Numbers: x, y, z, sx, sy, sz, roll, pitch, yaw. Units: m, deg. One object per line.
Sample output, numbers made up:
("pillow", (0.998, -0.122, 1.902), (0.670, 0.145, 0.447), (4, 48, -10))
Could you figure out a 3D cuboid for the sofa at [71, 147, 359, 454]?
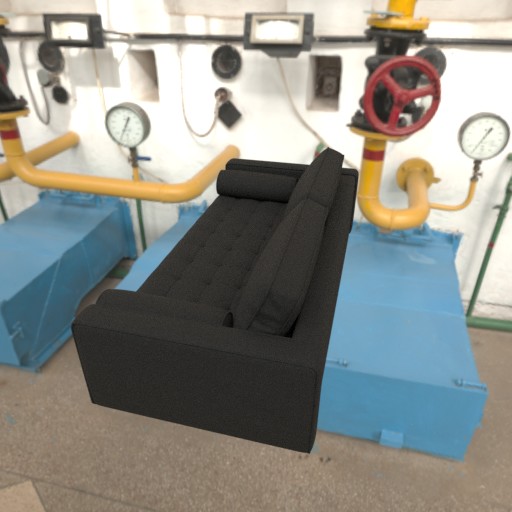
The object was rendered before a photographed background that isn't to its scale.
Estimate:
("sofa", (0.000, 0.000, 2.334), (0.914, 0.759, 1.875), (8, 32, 13))
